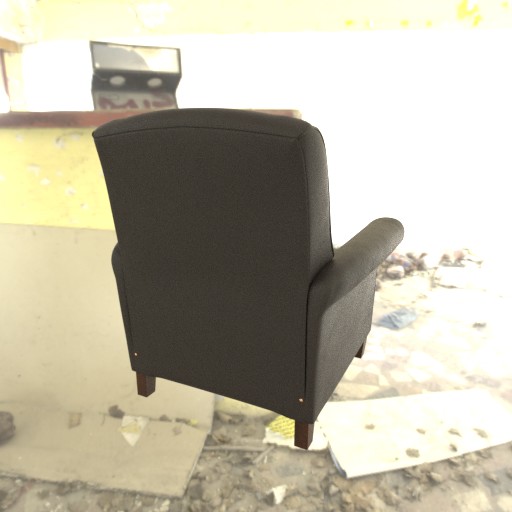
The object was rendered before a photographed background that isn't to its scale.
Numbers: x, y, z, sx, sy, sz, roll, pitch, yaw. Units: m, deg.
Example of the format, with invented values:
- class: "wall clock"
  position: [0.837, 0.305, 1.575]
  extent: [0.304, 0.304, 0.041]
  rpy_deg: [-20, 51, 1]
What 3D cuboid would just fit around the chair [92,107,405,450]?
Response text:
- class: "chair"
  position: [0.000, 0.000, 1.740]
  extent: [0.978, 1.061, 0.902]
  rpy_deg: [7, 17, 26]
